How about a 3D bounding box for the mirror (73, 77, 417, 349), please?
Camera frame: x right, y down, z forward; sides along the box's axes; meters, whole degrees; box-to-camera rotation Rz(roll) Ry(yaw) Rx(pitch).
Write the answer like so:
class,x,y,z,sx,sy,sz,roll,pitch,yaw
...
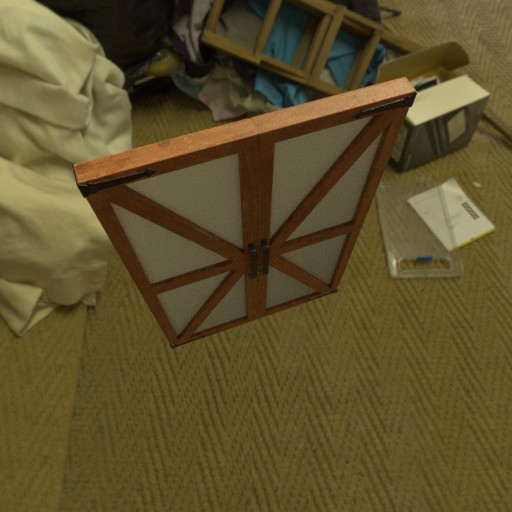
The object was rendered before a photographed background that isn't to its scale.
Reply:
class,x,y,z,sx,sy,sz,roll,pitch,yaw
mirror,0.000,0.000,0.969,0.517,0.761,0.053,-18,63,-9
